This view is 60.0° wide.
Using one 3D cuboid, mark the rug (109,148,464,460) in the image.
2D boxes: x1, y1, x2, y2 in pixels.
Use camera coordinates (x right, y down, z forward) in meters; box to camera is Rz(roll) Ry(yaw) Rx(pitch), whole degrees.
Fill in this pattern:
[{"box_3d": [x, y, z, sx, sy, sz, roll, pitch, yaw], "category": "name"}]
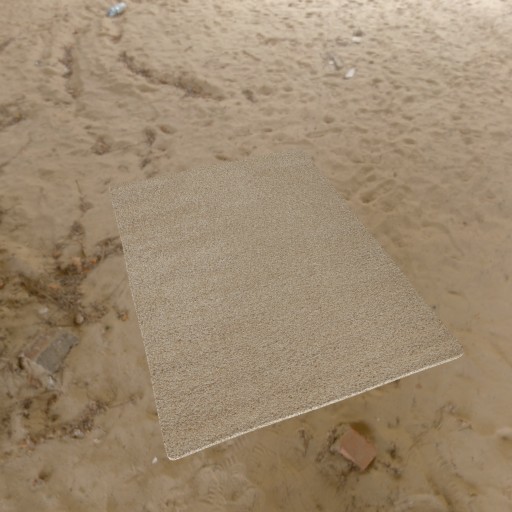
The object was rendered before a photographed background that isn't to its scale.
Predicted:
[{"box_3d": [0.000, 0.000, 2.139, 1.199, 0.025, 1.600, -15, 47, -14], "category": "rug"}]
